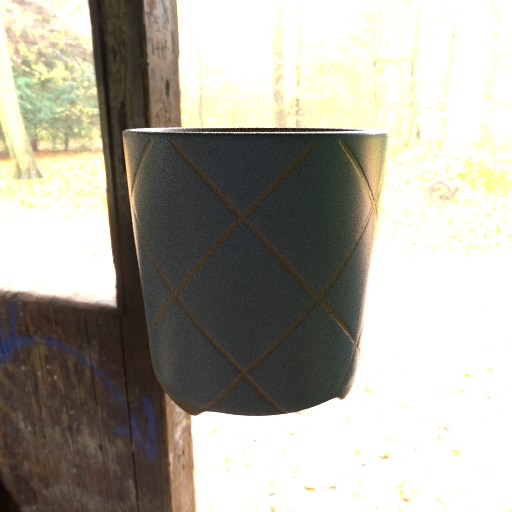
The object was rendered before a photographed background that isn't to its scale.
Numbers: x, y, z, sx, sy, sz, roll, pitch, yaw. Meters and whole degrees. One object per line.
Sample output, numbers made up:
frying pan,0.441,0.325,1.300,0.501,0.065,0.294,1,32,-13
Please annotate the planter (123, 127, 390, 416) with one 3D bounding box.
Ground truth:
planter,0.000,0.000,0.426,0.227,0.235,0.227,0,17,0
